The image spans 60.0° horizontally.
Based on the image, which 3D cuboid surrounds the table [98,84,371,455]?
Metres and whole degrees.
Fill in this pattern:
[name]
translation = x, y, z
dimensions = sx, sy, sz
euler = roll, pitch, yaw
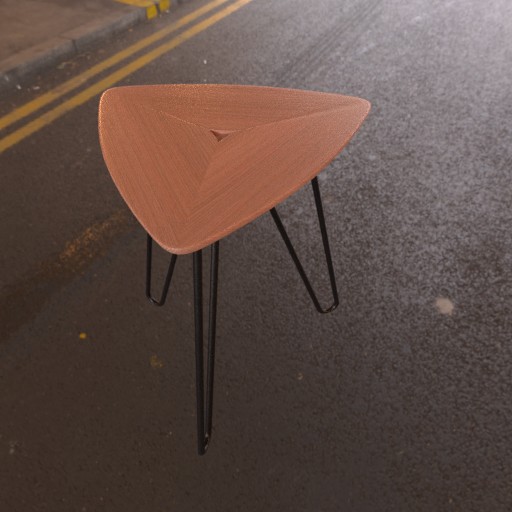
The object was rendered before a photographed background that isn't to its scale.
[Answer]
[table]
translation = 0.000, 0.000, 0.873
dimensions = 0.455, 0.564, 0.442
euler = -17, 48, -16
